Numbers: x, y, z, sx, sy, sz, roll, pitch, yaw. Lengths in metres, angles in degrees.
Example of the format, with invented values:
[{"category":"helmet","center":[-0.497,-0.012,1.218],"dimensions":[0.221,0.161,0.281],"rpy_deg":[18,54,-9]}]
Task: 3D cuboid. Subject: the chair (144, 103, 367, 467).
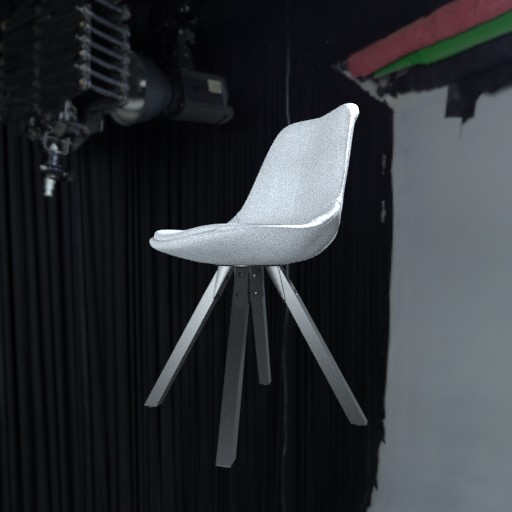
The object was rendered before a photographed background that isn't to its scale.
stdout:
[{"category":"chair","center":[0.000,0.000,1.203],"dimensions":[0.550,0.850,0.485],"rpy_deg":[0,0,-34]}]
